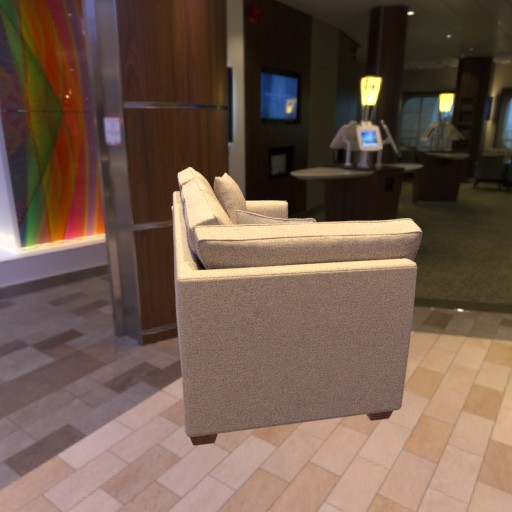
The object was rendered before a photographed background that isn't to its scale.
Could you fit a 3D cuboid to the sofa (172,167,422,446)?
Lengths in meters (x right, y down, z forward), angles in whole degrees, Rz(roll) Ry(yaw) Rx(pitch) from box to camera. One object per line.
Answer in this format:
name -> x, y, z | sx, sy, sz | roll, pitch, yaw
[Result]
sofa -> 0.000, 0.000, 2.895 | 1.061, 0.962, 2.317 | -3, 17, -10
